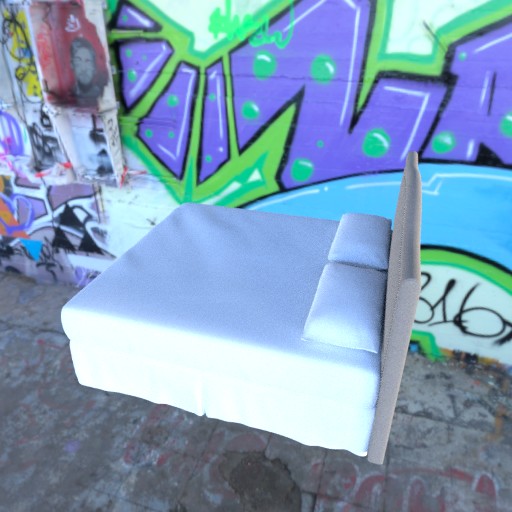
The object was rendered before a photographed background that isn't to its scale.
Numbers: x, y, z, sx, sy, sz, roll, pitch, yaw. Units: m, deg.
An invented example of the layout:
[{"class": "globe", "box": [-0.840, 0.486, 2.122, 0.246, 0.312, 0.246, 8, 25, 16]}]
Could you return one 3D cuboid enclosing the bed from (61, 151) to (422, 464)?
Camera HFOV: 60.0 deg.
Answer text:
[{"class": "bed", "box": [0.000, 0.000, 3.378, 2.182, 1.421, 2.083, 9, 31, 15]}]
